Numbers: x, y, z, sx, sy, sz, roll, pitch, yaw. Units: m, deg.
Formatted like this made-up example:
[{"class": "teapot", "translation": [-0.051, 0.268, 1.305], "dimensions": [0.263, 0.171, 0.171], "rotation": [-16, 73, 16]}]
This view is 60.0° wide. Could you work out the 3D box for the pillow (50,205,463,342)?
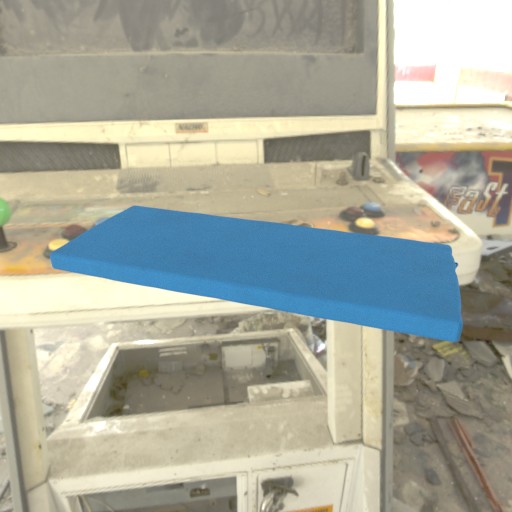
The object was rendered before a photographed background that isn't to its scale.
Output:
[{"class": "pillow", "translation": [0.000, 0.000, 1.369], "dimensions": [1.187, 0.081, 0.492], "rotation": [8, 27, 17]}]
